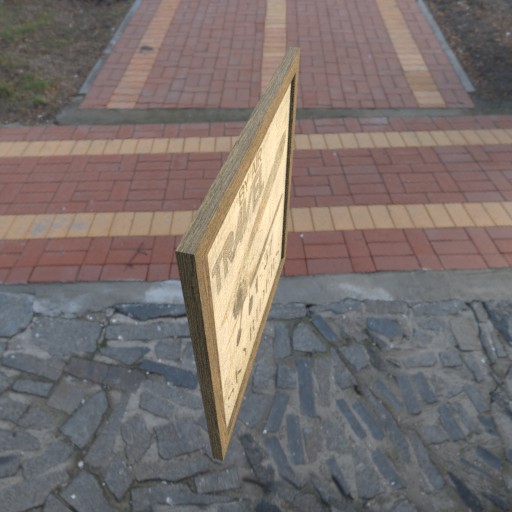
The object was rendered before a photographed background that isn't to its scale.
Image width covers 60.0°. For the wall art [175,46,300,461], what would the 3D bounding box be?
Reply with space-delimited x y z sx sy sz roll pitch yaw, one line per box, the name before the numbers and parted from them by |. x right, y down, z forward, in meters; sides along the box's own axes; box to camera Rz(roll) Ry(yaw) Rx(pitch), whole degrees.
wall art | 0.000 0.000 0.758 0.019 0.508 0.508 11 47 10
